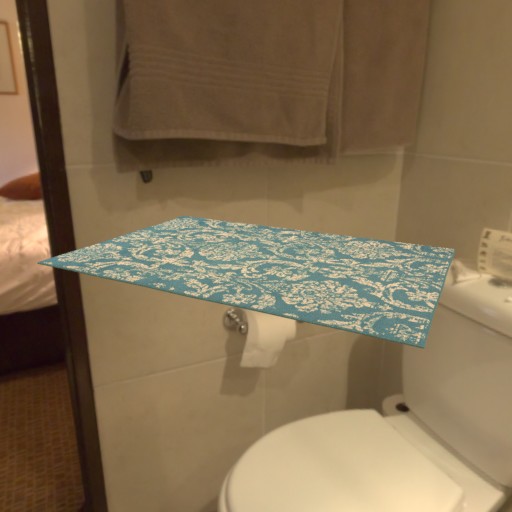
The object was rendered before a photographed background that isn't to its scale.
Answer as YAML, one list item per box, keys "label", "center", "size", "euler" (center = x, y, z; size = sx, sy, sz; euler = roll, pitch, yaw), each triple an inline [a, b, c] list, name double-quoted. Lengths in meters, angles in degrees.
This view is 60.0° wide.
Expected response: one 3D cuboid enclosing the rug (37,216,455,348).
- label: "rug"
  center: [0.000, 0.000, 2.318]
  size: [1.833, 0.012, 1.211]
  euler: [9, 20, 26]
